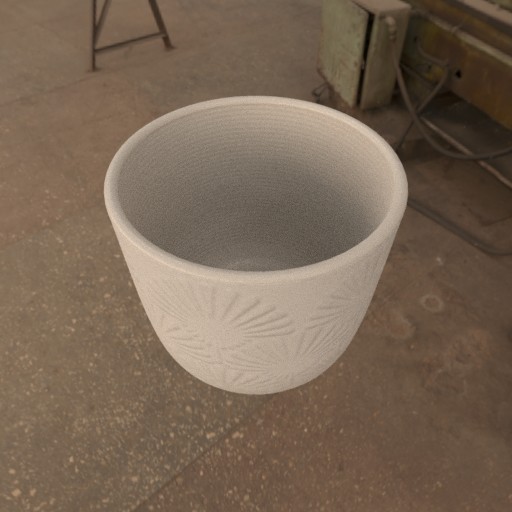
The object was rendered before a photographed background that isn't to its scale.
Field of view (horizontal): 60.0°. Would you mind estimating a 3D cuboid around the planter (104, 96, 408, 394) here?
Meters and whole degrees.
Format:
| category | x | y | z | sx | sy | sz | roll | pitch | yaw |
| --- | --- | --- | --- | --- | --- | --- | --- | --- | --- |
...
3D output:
| category | x | y | z | sx | sy | sz | roll | pitch | yaw |
| --- | --- | --- | --- | --- | --- | --- | --- | --- | --- |
| planter | 0.000 | 0.000 | 0.224 | 0.124 | 0.109 | 0.124 | 0 | 47 | 0 |
